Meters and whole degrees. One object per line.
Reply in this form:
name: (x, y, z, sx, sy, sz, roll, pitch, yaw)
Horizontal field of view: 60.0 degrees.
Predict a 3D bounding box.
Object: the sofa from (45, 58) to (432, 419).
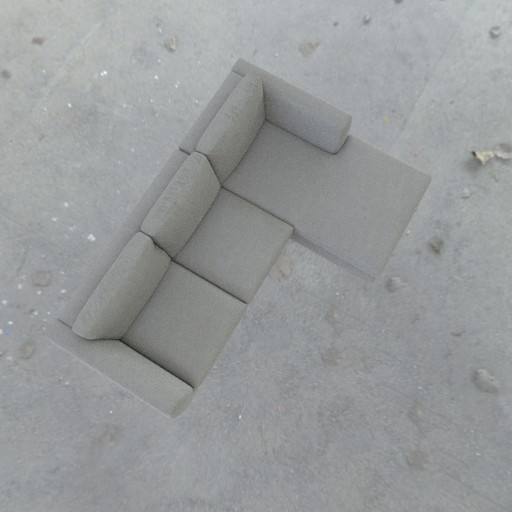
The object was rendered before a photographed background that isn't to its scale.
sofa: (0.000, 0.000, 3.008, 1.580, 0.860, 2.300, 30, 78, 7)
